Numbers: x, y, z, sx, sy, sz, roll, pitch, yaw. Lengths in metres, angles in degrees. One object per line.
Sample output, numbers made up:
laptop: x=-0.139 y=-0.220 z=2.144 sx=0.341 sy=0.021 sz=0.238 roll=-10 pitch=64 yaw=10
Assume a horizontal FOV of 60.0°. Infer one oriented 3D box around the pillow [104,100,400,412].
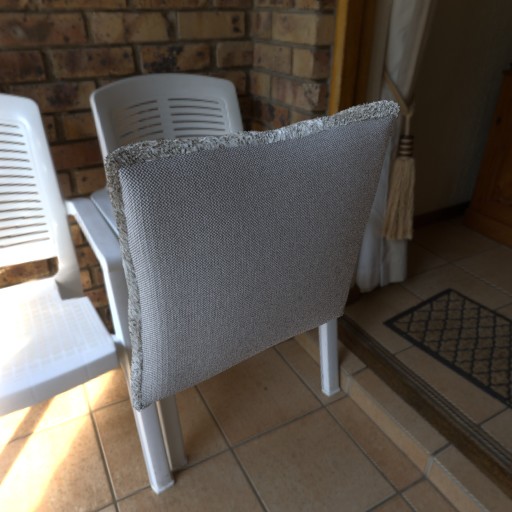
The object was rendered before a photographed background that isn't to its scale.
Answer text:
pillow: x=0.000 y=0.000 z=0.814 sx=0.529 sy=0.515 sz=0.218 roll=-19 pitch=35 yaw=-29
